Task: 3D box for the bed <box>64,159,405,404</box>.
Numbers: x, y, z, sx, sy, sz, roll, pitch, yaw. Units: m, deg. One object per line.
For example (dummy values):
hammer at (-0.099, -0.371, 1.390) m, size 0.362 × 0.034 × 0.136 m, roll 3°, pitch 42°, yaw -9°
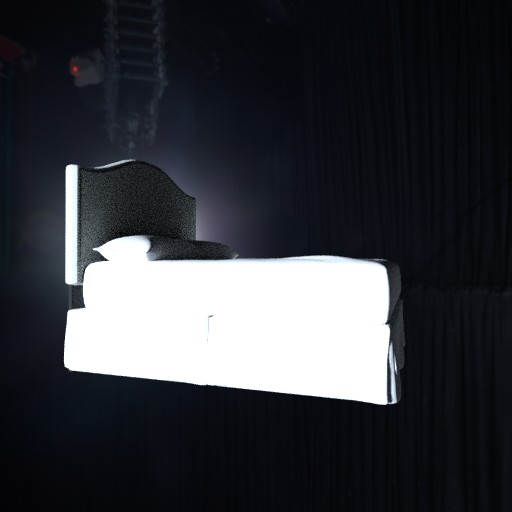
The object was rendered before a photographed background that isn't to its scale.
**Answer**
bed at (0.000, 0.000, 3.442) m, size 2.180 × 1.607 × 1.813 m, roll 0°, pitch 0°, yaw 20°
